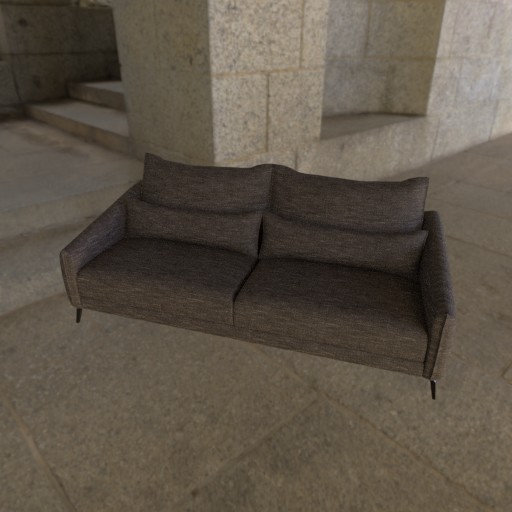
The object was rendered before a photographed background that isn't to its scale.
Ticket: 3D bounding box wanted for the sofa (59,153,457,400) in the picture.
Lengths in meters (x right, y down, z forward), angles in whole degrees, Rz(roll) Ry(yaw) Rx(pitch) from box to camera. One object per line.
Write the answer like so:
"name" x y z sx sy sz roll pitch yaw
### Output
"sofa" 0.000 0.000 2.443 2.019 0.843 0.807 8 28 16
